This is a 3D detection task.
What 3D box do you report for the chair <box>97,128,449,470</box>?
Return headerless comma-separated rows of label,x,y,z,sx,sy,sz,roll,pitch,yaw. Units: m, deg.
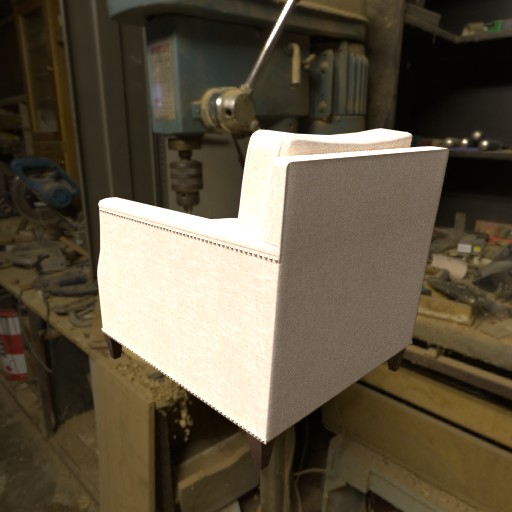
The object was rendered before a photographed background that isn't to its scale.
chair,0.000,0.000,1.700,0.838,0.940,1.041,-15,22,-42
